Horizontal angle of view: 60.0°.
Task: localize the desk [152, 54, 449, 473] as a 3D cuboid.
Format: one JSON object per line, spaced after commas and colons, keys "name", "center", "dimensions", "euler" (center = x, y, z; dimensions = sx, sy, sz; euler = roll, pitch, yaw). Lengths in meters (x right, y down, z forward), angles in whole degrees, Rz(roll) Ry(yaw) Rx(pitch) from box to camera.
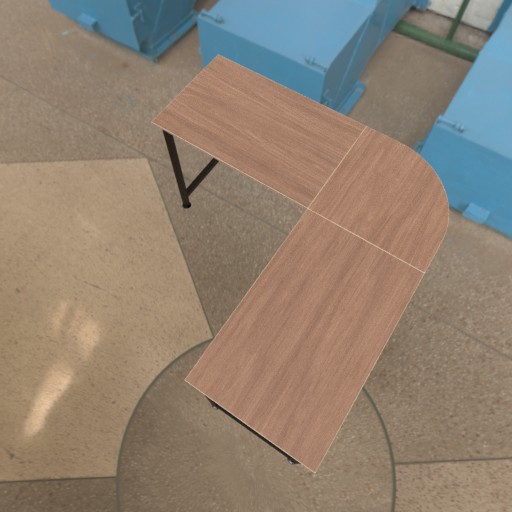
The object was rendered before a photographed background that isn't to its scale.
{"name": "desk", "center": [0.000, 0.000, 2.215], "dimensions": [1.400, 0.762, 1.400], "euler": [31, 69, 14]}
